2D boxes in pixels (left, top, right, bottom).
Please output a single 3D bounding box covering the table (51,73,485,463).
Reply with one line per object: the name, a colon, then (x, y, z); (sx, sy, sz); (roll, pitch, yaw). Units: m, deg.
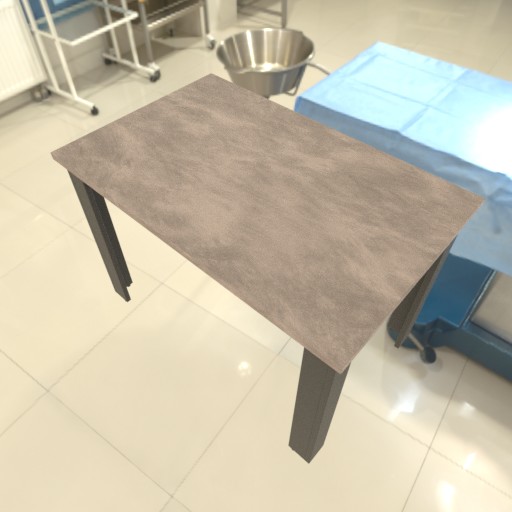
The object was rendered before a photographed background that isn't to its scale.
table: (0.000, 0.000, 1.587); (1.100, 0.734, 0.700); (34, 57, 26)
